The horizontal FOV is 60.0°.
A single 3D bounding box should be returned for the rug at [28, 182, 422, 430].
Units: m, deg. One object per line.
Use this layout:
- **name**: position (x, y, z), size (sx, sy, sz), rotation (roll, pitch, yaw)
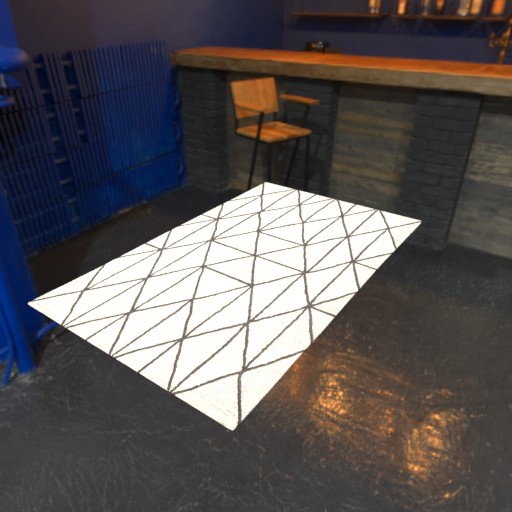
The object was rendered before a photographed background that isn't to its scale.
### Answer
- **rug**: position (0.000, 0.000, 3.077), size (1.526, 0.008, 2.465), rotation (20, 35, 30)
